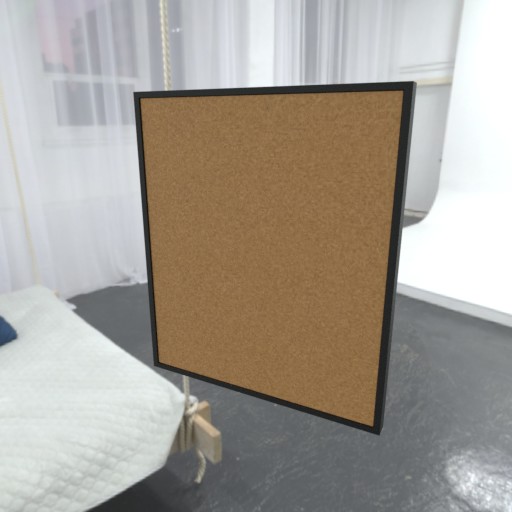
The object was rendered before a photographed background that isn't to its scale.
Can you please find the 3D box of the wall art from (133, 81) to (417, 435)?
[{"bbox_3d":[0.000,0.000,0.536,0.330,0.381,0.019,9,19,26],"label":"wall art"}]
